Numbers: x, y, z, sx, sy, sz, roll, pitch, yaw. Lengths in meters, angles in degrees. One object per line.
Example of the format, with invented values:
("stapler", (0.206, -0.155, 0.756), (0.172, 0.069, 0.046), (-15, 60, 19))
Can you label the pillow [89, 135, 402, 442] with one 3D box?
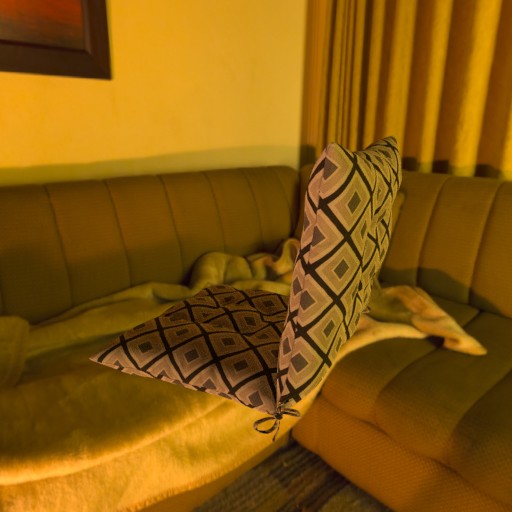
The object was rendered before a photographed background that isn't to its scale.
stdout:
("pillow", (0.000, 0.000, 1.021), (0.585, 0.536, 0.541), (8, 19, 25))
